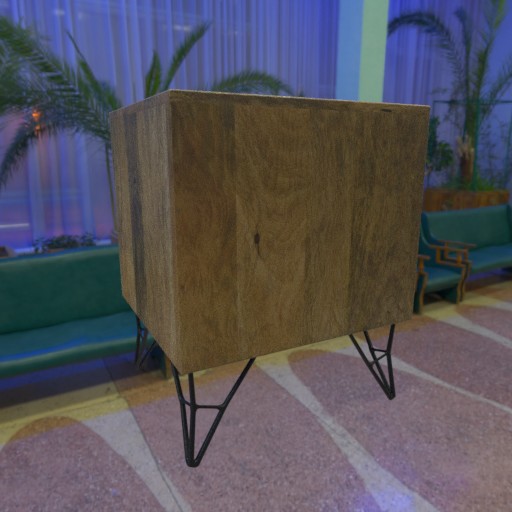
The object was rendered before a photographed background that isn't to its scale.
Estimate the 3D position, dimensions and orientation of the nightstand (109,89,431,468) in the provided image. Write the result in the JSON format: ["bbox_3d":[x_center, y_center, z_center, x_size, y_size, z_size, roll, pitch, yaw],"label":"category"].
[{"bbox_3d":[0.000,0.000,0.886,0.457,0.559,0.406,-7,15,-27],"label":"nightstand"}]
